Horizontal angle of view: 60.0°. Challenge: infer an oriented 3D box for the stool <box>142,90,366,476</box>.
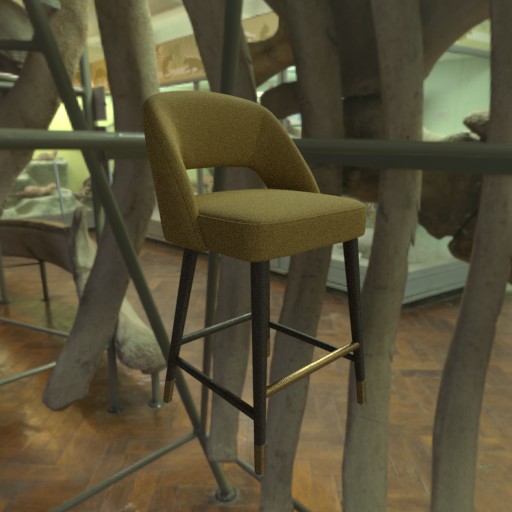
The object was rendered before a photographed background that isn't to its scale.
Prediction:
[{"bbox_3d":[0.000,0.000,1.293,0.536,0.939,0.522,-14,20,-41],"label":"stool"}]
